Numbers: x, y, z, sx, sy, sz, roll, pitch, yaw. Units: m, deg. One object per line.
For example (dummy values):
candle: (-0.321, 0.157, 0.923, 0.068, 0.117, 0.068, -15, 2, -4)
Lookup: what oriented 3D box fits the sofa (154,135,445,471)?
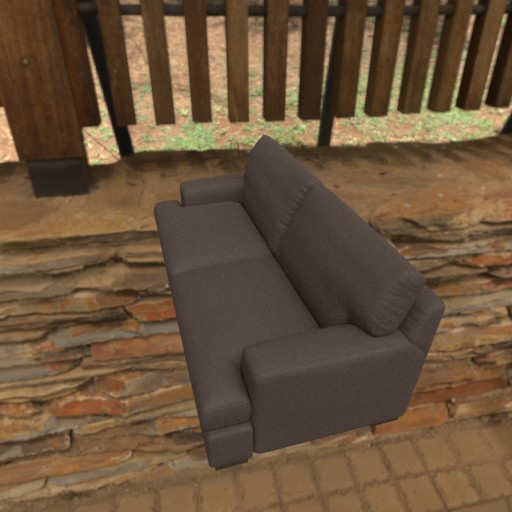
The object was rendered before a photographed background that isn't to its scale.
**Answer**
sofa: (0.000, 0.000, 2.874, 1.140, 0.950, 2.271, -9, 33, -14)
